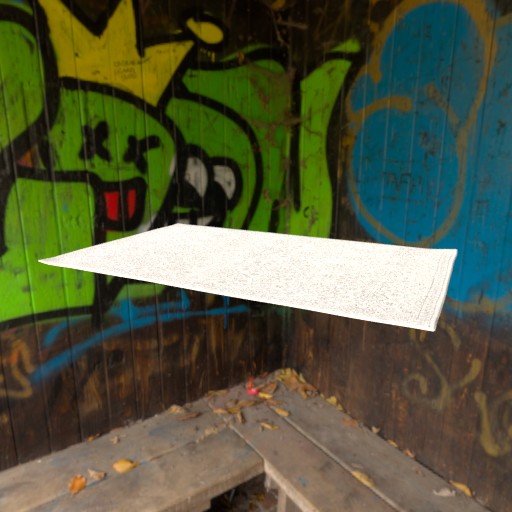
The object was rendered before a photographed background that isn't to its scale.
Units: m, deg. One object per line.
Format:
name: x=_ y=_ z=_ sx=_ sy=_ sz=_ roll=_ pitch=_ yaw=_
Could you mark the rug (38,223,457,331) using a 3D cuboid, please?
rug: x=0.000 y=0.000 z=2.410 sx=1.947 sy=0.023 sz=1.214 roll=7 pitch=16 yaw=26
